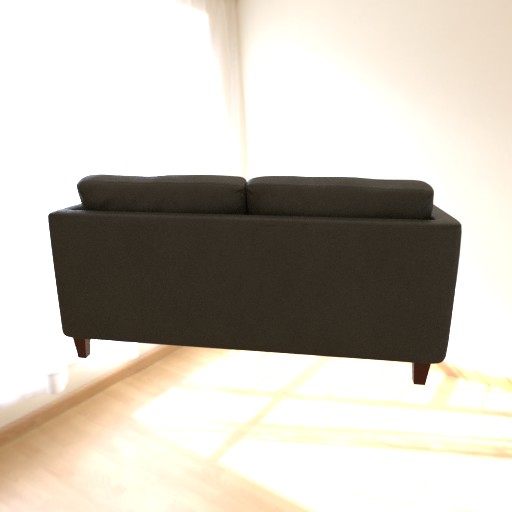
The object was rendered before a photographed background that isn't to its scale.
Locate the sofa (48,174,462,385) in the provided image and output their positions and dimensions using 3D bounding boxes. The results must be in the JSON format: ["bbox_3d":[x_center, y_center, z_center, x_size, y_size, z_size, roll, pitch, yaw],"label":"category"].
[{"bbox_3d":[0.000,0.000,2.461,1.883,0.933,0.951,2,16,8],"label":"sofa"}]
